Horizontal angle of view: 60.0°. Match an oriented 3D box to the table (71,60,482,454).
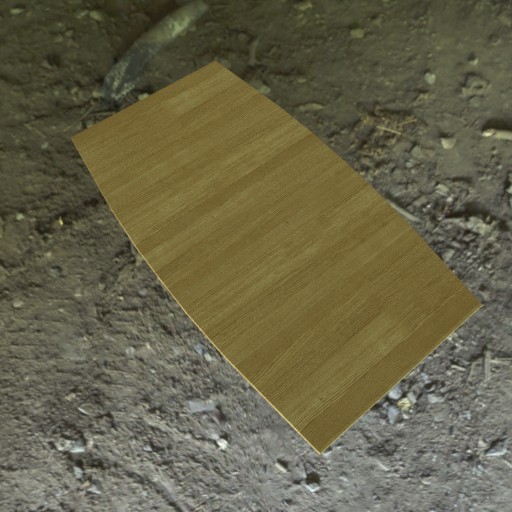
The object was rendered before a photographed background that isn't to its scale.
[{"bbox_3d":[0.000,0.000,2.071,0.900,0.748,1.598,-35,68,-16],"label":"table"}]
